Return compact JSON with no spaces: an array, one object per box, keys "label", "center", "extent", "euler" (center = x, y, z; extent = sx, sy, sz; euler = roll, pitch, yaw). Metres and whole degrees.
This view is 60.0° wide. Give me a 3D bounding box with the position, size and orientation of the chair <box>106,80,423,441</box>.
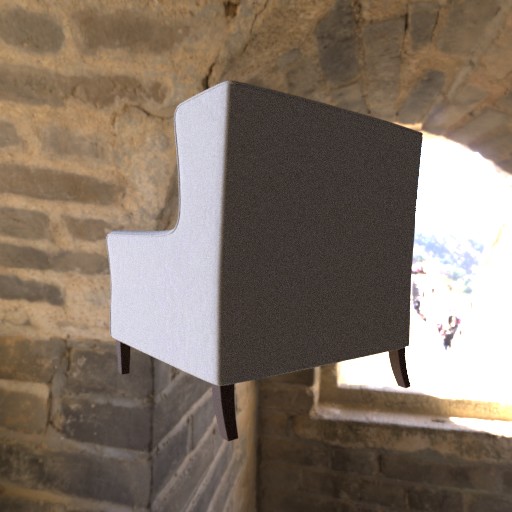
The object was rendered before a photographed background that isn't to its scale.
[{"label":"chair","center":[0.000,0.000,1.898],"extent":[0.982,1.056,1.040],"euler":[0,0,-36]}]
